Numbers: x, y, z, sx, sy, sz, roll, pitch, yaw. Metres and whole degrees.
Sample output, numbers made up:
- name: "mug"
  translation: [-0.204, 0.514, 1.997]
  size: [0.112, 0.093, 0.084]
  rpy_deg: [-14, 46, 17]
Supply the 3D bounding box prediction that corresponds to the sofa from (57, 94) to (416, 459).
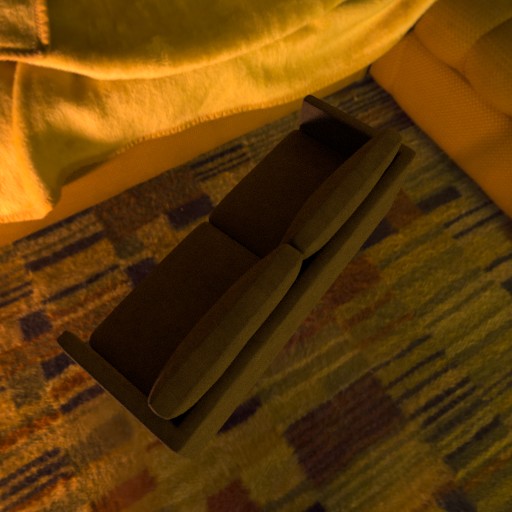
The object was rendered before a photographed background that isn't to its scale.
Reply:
- name: "sofa"
  translation: [0.000, 0.000, 2.964]
  size: [0.951, 0.965, 2.434]
  rpy_deg: [35, 68, 17]
